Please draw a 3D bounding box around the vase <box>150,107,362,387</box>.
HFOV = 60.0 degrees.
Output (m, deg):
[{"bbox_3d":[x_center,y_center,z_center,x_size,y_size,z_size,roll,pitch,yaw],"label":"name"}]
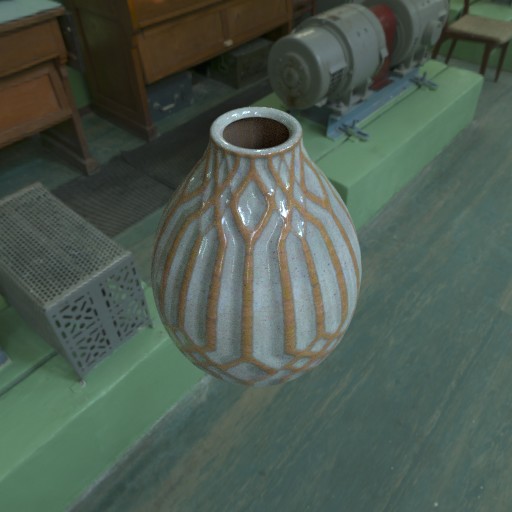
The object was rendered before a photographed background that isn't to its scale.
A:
[{"bbox_3d":[0.000,0.000,0.273,0.131,0.175,0.131,0,46,0],"label":"vase"}]
